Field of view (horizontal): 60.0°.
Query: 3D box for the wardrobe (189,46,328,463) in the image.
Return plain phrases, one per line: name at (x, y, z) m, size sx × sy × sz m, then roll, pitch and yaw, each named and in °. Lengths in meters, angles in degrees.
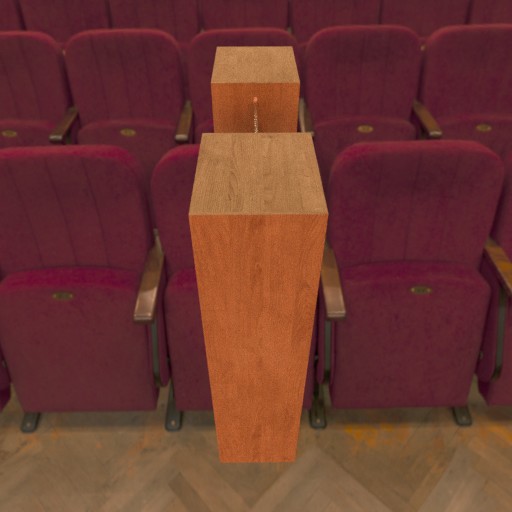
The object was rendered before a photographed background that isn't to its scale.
wardrobe at (0.000, 0.000, 2.848) m, size 0.480 × 2.000 × 1.770 m, roll 0°, pitch 42°, yaw 0°
